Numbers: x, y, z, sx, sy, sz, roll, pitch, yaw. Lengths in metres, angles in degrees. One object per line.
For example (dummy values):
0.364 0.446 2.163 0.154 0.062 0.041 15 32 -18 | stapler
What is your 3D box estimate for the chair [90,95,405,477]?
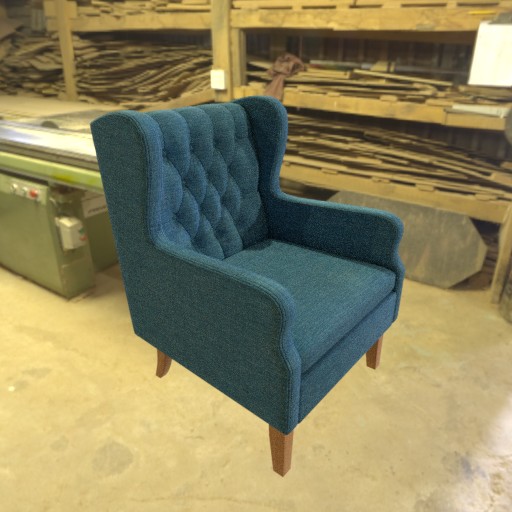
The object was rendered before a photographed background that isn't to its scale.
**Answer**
0.000 0.000 1.485 0.775 0.952 0.711 19 31 35 | chair
